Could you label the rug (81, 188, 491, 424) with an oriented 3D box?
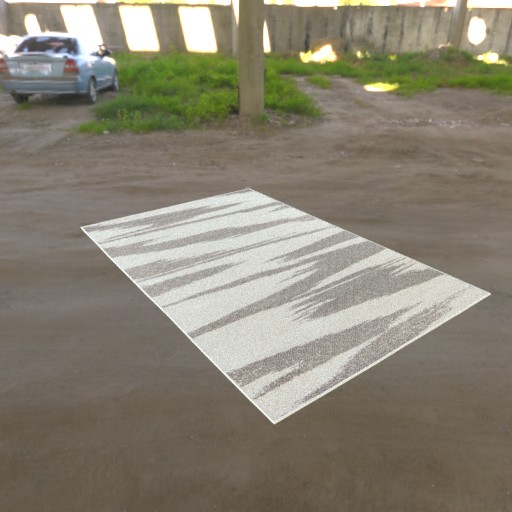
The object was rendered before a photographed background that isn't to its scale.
[{"bbox_3d":[0.000,0.000,2.275,1.225,0.008,1.827,-18,32,-32],"label":"rug"}]
